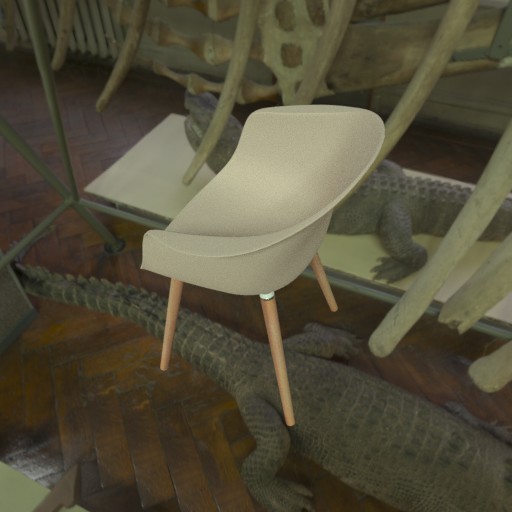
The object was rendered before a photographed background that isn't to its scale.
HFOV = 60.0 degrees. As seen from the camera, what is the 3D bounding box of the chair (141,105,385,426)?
[{"bbox_3d":[0.000,0.000,1.169,0.504,0.781,0.593,17,48,16],"label":"chair"}]
